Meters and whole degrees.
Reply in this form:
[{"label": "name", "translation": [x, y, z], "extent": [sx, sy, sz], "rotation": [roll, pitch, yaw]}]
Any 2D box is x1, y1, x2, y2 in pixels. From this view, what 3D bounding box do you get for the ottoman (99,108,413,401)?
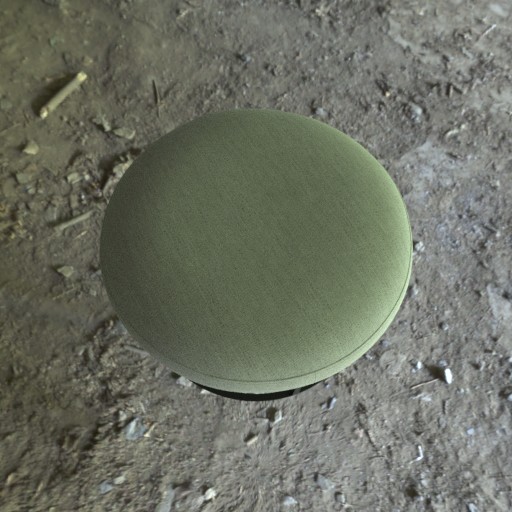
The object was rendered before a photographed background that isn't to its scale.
[{"label": "ottoman", "translation": [0.000, 0.000, 1.224], "extent": [0.769, 0.459, 0.769], "rotation": [0, 64, 0]}]
